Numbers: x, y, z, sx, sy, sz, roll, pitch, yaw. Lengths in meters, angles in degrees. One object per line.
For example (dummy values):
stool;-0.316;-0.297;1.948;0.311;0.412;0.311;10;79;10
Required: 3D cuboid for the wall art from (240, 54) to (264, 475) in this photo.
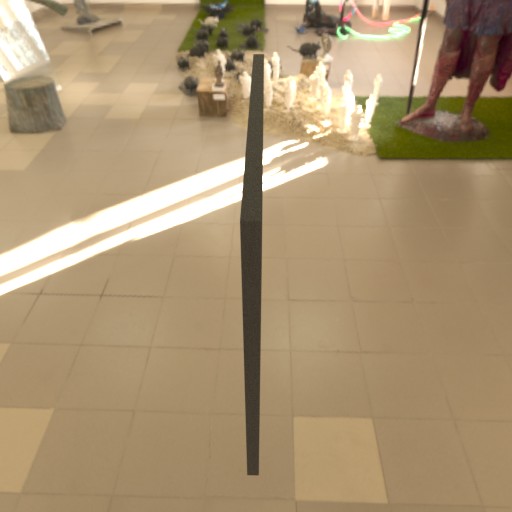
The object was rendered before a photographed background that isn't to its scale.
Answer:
wall art;0.000;0.000;1.508;0.038;1.016;1.016;1;40;1
